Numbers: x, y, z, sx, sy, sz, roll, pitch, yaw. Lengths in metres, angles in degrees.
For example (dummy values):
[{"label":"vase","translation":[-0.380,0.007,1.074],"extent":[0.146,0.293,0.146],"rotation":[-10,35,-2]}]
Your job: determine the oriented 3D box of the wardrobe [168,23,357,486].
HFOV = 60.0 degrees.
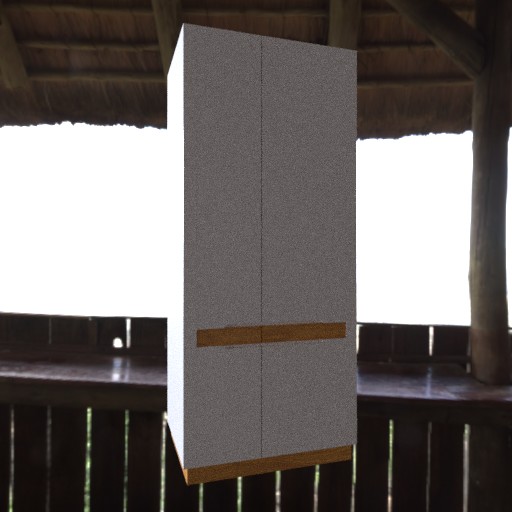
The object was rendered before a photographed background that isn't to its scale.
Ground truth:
[{"label":"wardrobe","translation":[0.000,0.000,2.358],"extent":[0.860,2.040,0.600],"rotation":[0,0,-18]}]
